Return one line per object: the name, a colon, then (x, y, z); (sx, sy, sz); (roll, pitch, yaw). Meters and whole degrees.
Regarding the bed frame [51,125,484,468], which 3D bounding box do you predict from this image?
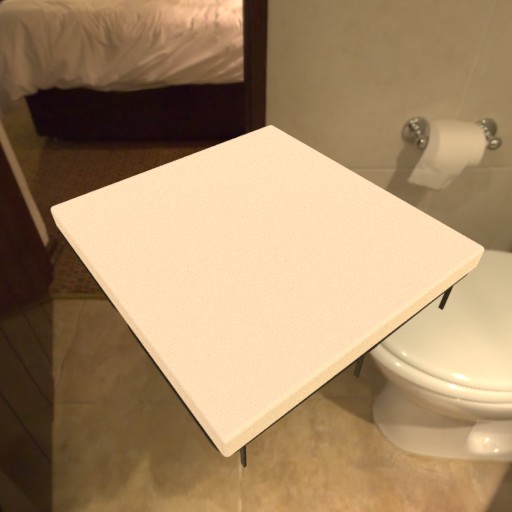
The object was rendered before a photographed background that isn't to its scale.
bed frame: (0.000, 0.000, 2.989); (1.935, 0.525, 2.033); (-28, 50, -27)
